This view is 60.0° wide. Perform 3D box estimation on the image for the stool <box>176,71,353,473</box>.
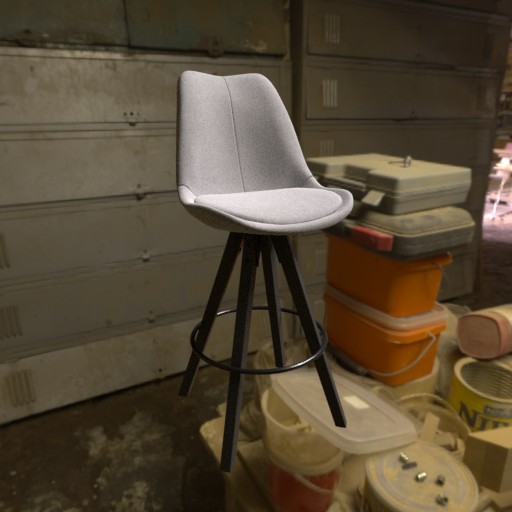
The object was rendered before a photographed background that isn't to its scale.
[{"bbox_3d":[0.000,0.000,1.409,0.485,1.115,0.550,-9,20,-26],"label":"stool"}]
